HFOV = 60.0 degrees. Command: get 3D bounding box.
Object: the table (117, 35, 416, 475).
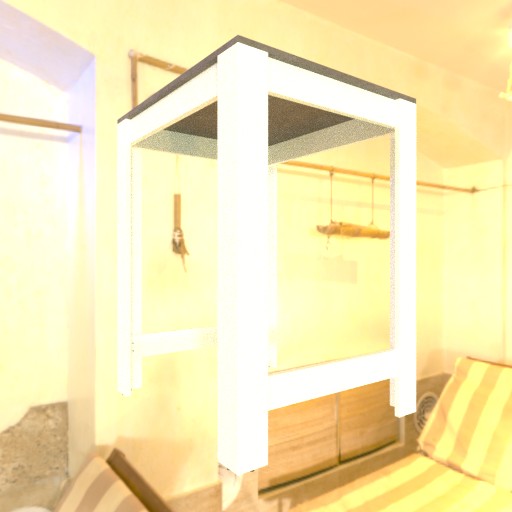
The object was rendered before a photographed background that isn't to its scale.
[{"bbox_3d":[0.000,0.000,1.549,0.700,1.020,0.800,0,0,-37],"label":"table"}]
